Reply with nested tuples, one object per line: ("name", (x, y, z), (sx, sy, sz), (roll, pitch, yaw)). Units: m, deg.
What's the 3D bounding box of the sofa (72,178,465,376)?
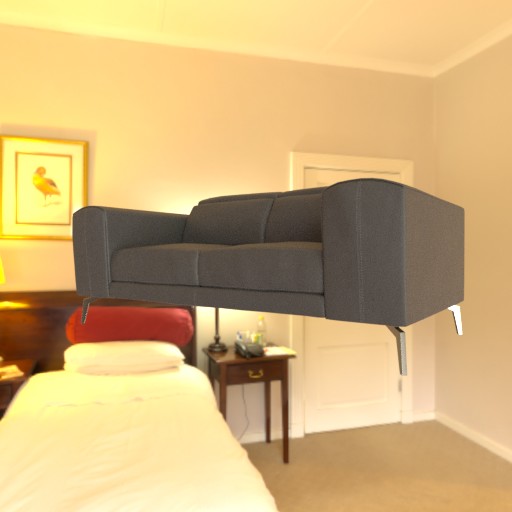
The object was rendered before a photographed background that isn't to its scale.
("sofa", (0.000, 0.000, 2.357), (1.895, 0.779, 1.003), (0, 1, 36))
